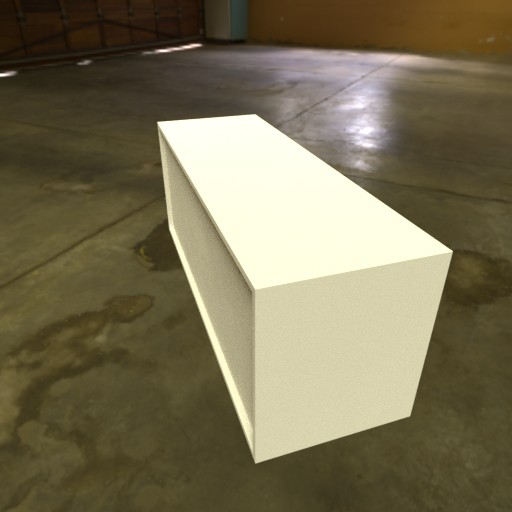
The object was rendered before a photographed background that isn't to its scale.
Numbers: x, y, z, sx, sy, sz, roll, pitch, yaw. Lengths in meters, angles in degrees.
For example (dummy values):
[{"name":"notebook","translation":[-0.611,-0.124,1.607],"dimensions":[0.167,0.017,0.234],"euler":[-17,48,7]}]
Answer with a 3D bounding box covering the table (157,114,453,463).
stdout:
[{"name":"table","translation":[0.000,0.000,1.808],"dimensions":[0.508,0.769,1.500],"euler":[-10,32,-16]}]
